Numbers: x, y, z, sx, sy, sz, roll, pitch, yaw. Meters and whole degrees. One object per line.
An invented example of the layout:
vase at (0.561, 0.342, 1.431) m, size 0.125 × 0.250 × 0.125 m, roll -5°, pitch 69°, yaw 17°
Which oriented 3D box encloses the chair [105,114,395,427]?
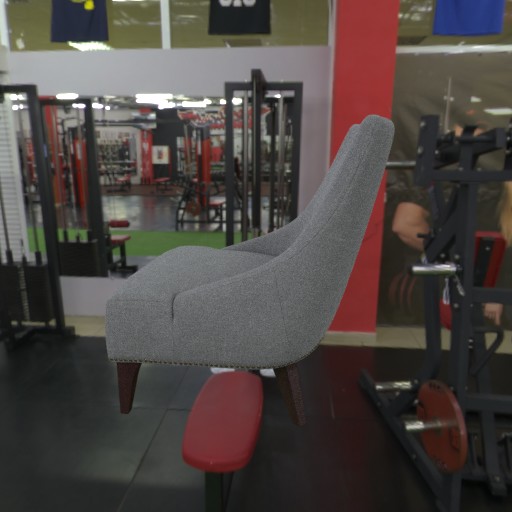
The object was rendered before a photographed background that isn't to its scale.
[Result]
chair at (0.000, 0.000, 1.558) m, size 0.861 × 0.909 × 0.701 m, roll 2°, pitch 14°, yaw 7°
